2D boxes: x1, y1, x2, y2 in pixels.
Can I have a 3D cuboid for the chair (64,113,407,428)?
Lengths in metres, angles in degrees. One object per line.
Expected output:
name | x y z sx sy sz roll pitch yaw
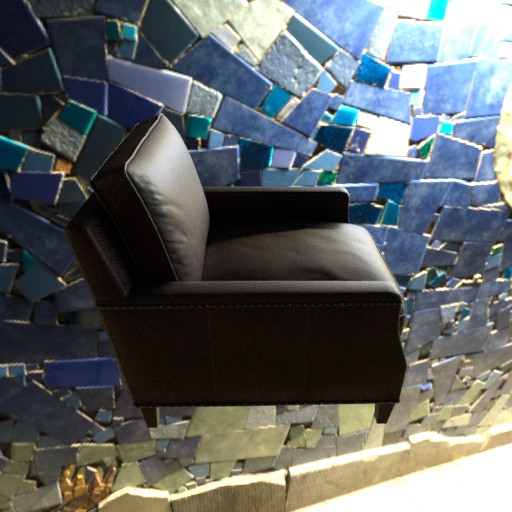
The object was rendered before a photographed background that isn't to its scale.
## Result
chair | 0.000 0.000 1.679 1.014 0.929 0.853 -1 31 -1
